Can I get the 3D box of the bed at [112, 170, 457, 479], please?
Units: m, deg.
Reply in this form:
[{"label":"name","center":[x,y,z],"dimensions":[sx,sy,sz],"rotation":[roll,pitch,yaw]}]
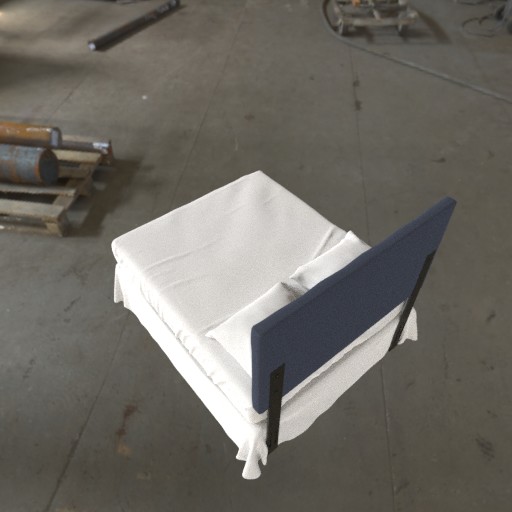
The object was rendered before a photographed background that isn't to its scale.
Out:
[{"label":"bed","center":[0.000,0.000,3.545],"dimensions":[1.936,1.577,2.222],"rotation":[-30,53,-26]}]
